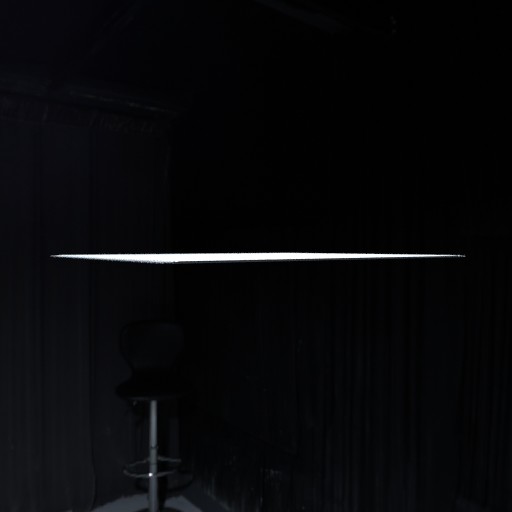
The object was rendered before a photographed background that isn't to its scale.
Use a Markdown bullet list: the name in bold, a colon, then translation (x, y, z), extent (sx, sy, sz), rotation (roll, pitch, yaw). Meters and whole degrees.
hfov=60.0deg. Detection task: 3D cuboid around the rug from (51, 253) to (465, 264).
- **rug**: translation (0.000, 0.000, 3.962), extent (2.940, 0.013, 2.312), rotation (-1, 1, -37)
